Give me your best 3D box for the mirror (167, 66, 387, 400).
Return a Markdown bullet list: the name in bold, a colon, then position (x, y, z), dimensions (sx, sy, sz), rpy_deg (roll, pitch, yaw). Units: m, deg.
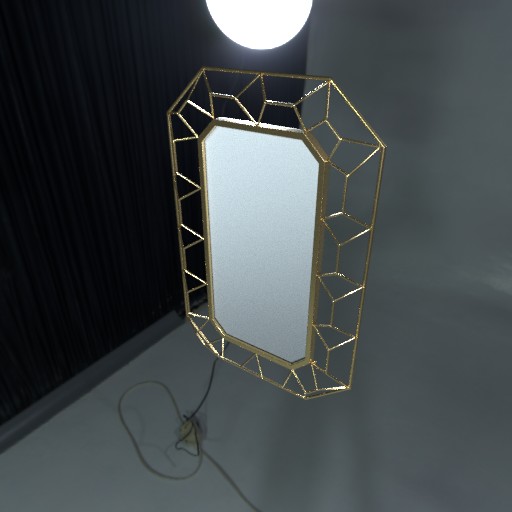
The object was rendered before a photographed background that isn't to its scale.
- **mirror**: position (0.000, 0.000, 1.127), dimensions (0.572, 0.870, 0.051), rpy_deg (18, 34, 29)
